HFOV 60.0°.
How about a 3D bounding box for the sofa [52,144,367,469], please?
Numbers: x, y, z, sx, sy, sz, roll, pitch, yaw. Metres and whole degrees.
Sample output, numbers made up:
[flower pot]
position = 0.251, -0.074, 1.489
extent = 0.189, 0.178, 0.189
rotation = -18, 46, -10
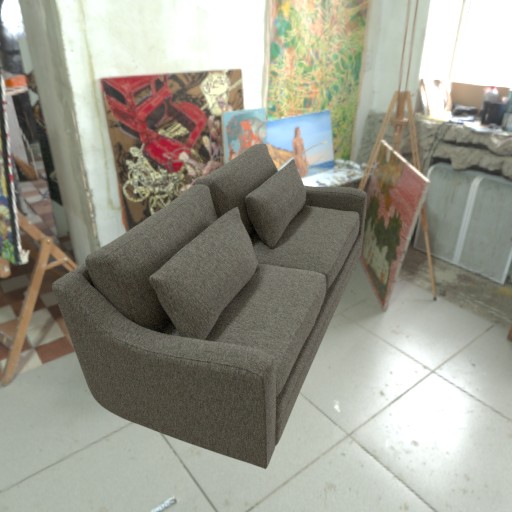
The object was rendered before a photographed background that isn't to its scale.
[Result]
[sofa]
position = 0.000, 0.000, 3.016
extent = 1.103, 0.998, 2.418
rotation = 11, 31, 20
